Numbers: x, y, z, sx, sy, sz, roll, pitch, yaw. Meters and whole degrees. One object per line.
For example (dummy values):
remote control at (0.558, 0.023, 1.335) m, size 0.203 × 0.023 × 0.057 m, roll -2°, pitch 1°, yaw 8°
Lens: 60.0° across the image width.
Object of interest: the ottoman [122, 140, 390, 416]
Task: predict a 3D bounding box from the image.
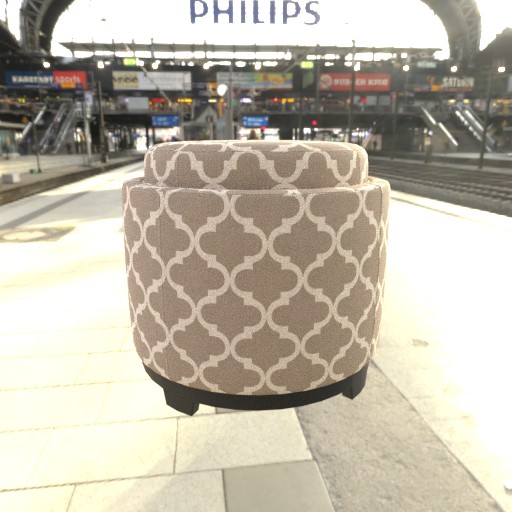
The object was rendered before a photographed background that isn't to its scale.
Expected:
ottoman at (0.000, 0.000, 0.847) m, size 0.480 × 0.429 × 0.480 m, roll 0°, pitch 14°, yaw 0°
